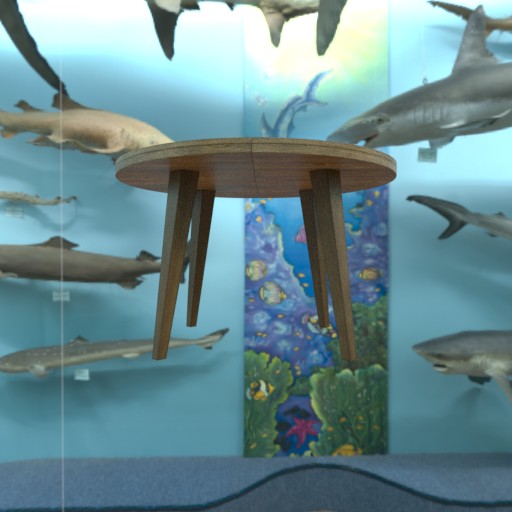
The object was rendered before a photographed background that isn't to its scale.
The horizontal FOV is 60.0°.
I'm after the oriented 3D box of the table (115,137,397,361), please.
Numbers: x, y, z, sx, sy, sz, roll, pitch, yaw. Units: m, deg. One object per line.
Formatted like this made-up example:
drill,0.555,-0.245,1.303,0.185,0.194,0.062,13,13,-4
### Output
table,0.000,0.000,2.009,1.213,0.764,1.213,0,1,0
